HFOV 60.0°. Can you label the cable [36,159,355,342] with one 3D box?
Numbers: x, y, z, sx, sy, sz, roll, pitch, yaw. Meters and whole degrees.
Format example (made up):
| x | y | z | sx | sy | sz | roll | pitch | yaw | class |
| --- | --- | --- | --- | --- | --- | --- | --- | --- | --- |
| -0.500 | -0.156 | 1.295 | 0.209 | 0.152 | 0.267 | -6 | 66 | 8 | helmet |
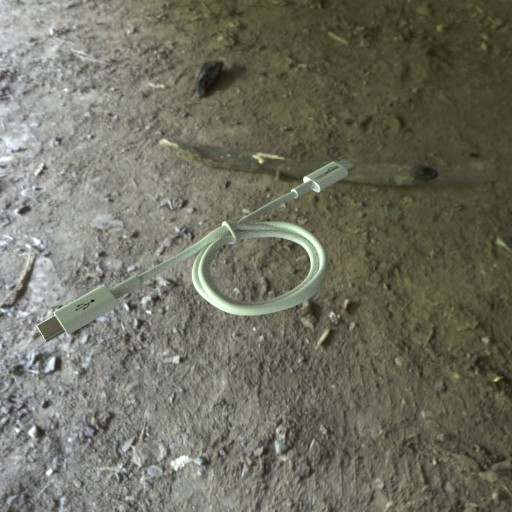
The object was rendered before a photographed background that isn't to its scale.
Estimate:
| x | y | z | sx | sy | sz | roll | pitch | yaw | class |
| --- | --- | --- | --- | --- | --- | --- | --- | --- | --- |
| 0.000 | 0.000 | 0.225 | 0.203 | 0.014 | 0.070 | -32 | 54 | -27 | cable |
